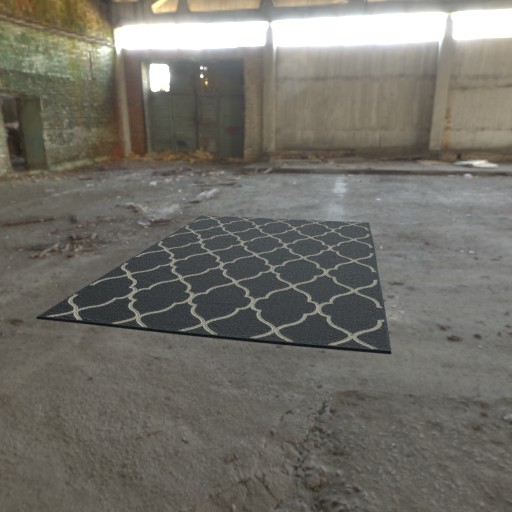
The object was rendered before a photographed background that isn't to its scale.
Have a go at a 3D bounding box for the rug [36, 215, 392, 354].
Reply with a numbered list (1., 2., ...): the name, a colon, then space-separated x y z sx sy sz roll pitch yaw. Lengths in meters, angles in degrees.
1. rug: 0.000 0.000 2.876 1.526 0.014 2.290 3 17 11
